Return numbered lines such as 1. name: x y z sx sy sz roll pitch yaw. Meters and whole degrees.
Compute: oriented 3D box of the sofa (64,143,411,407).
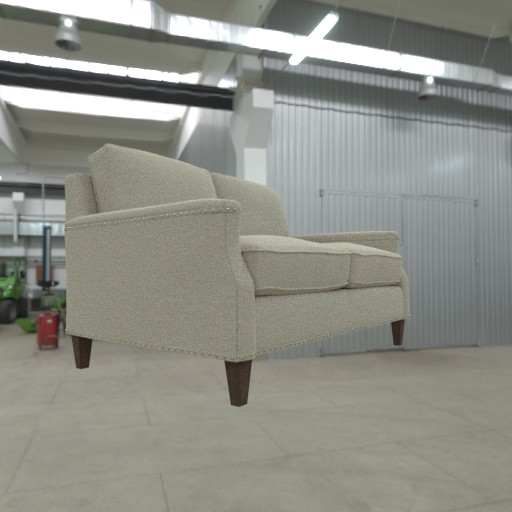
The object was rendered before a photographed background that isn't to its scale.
1. sofa: 0.000 0.000 2.278 1.084 1.003 1.597 -2 -3 37
